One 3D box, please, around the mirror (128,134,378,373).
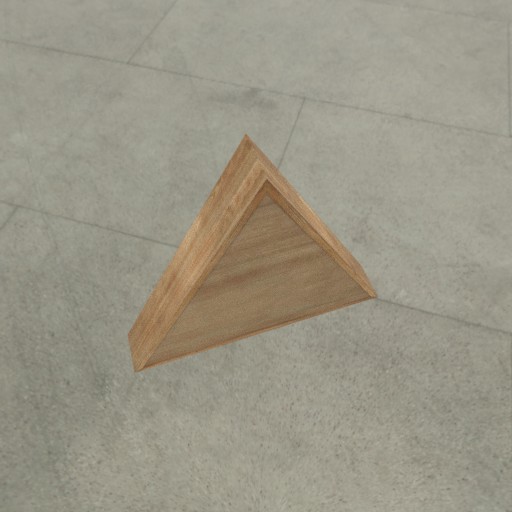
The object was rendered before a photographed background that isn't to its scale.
[{"bbox_3d":[0.000,0.000,0.885,0.631,0.548,0.100,-16,58,-10],"label":"mirror"}]
